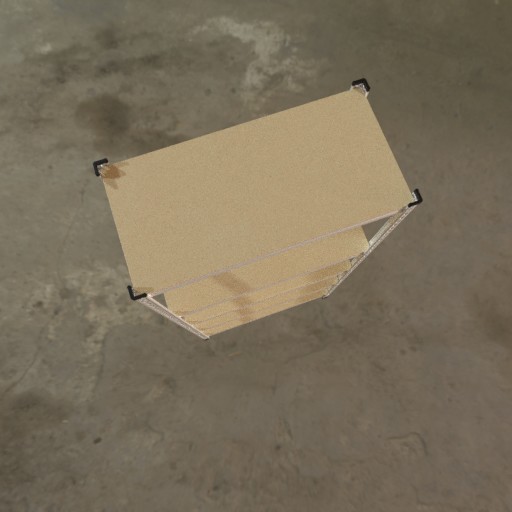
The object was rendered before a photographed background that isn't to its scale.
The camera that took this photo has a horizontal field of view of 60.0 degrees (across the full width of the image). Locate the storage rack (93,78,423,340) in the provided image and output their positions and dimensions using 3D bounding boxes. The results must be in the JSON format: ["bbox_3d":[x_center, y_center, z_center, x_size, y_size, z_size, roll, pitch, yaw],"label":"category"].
[{"bbox_3d":[0.000,0.000,2.237,0.914,1.829,0.457,-19,76,-5],"label":"storage rack"}]
